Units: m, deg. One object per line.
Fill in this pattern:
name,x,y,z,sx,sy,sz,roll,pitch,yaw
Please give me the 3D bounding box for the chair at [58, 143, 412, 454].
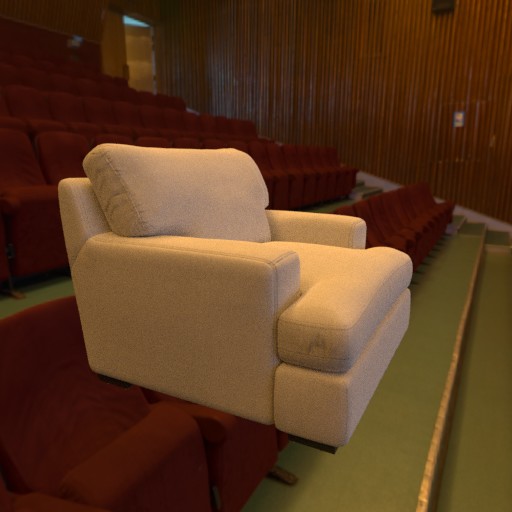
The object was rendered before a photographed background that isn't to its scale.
chair,0.000,0.000,1.916,1.158,0.930,1.140,6,14,27
